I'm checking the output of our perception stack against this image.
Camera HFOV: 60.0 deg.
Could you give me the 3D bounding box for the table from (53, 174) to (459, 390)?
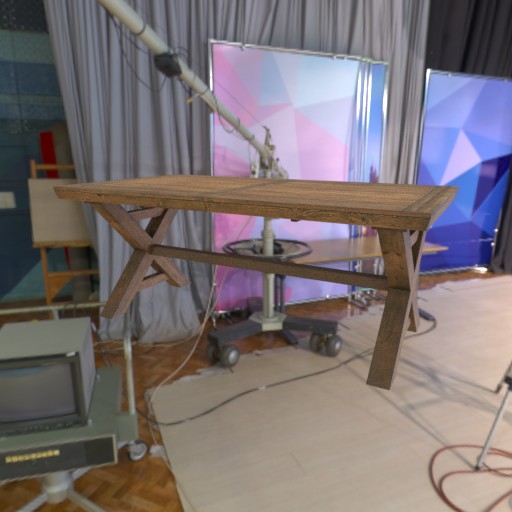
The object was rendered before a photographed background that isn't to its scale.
[{"bbox_3d":[0.000,0.000,2.544,1.966,0.793,1.071,8,16,28],"label":"table"}]
